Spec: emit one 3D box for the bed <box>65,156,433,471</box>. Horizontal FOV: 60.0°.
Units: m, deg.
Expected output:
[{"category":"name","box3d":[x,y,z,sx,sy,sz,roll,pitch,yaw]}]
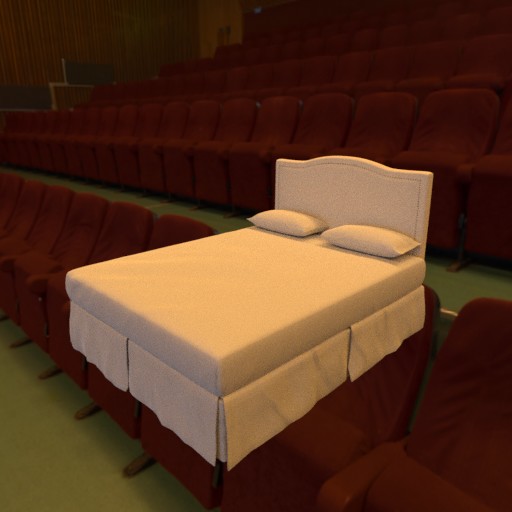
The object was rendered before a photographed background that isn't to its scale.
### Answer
[{"category":"bed","box3d":[0.000,0.000,3.586,2.477,1.437,1.977,-17,24,-42]}]
